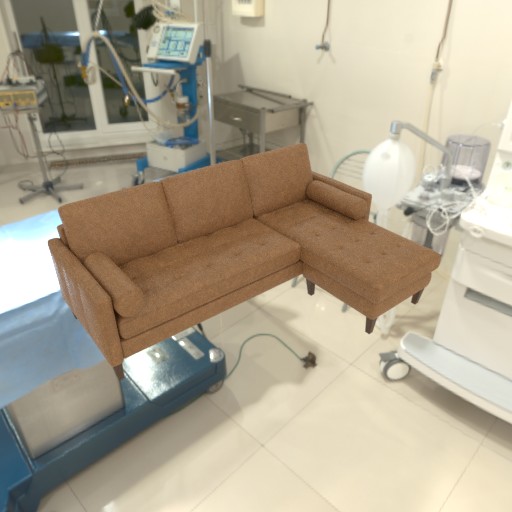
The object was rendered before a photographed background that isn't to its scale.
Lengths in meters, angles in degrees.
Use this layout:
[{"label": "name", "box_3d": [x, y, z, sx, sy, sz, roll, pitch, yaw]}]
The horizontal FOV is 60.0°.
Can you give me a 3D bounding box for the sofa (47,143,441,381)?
[{"label": "sofa", "box_3d": [0.000, 0.000, 2.937, 2.178, 0.876, 1.506, -23, 38, -32]}]
